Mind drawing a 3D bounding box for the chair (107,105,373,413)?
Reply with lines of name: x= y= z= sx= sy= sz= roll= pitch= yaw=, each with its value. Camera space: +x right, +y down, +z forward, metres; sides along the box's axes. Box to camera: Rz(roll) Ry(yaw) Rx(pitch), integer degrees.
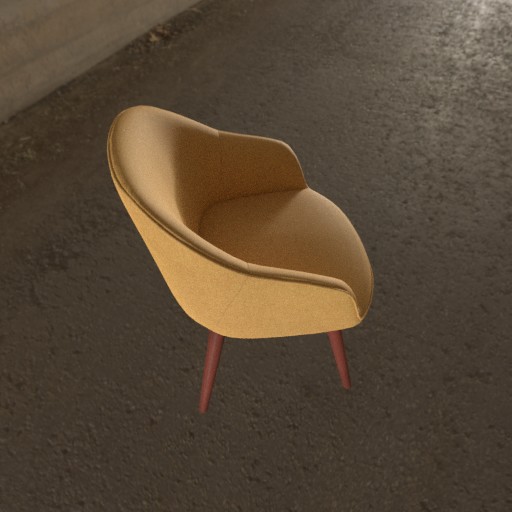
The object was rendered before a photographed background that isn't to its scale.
chair: x=0.000 y=0.000 z=1.259 sx=0.635 sy=0.823 sz=0.596 roll=-7 pitch=47 yaw=-7
